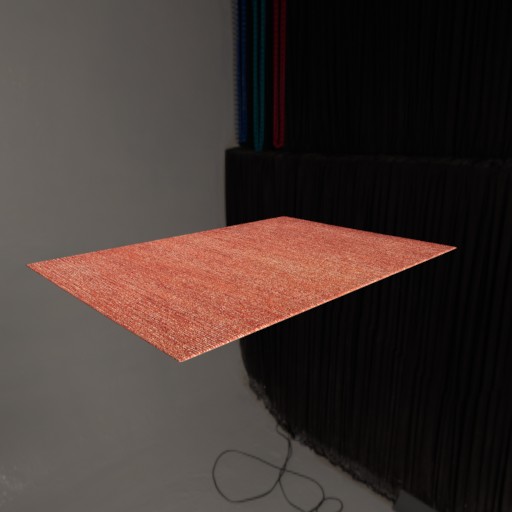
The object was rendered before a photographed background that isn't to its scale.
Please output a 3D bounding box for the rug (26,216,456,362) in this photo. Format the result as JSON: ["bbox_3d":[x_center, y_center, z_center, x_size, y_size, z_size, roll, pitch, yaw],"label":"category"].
[{"bbox_3d":[0.000,0.000,4.961,3.965,0.025,2.803,-14,21,-42],"label":"rug"}]
